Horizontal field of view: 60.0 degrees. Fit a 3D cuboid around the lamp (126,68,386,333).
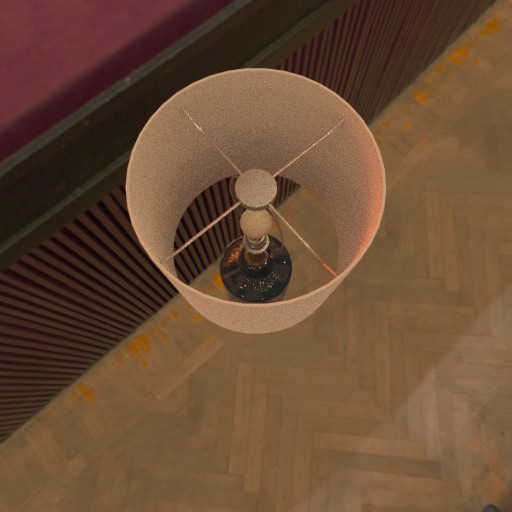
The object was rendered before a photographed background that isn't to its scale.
[{"bbox_3d":[0.000,0.000,0.574,0.207,0.461,0.207,-39,78,-10],"label":"lamp"}]
